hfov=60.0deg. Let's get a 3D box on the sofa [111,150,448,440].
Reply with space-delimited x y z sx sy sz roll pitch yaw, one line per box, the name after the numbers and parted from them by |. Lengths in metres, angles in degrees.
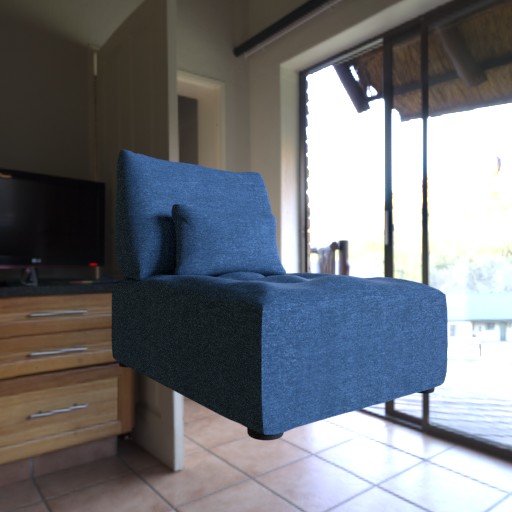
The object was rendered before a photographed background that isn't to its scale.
0.000 0.000 1.536 0.700 0.820 1.000 1 -1 -36 | sofa
